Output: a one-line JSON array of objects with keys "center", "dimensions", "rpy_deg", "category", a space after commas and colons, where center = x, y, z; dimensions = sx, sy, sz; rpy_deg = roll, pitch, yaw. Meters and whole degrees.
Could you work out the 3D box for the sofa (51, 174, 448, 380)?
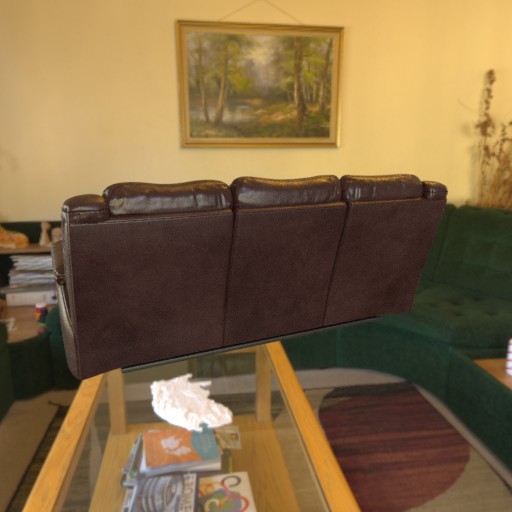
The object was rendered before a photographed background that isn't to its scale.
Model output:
[{"center": [0.000, 0.000, 2.803], "dimensions": [2.337, 1.043, 0.991], "rpy_deg": [-6, 15, -25], "category": "sofa"}]
